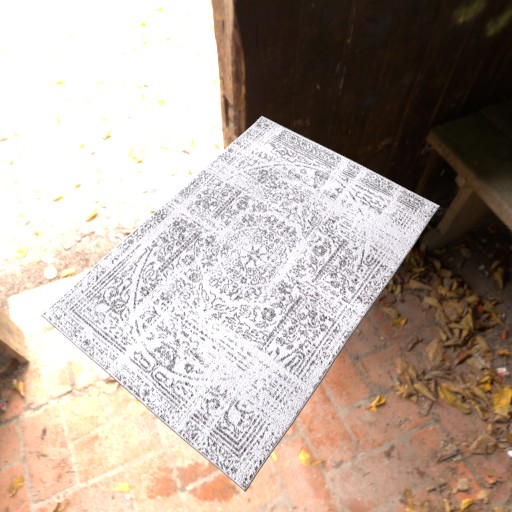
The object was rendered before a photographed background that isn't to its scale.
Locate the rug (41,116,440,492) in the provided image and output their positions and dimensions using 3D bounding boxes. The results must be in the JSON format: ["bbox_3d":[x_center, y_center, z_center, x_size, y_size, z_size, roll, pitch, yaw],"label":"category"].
[{"bbox_3d":[0.000,0.000,3.138,1.706,0.026,2.438,32,63,19],"label":"rug"}]
